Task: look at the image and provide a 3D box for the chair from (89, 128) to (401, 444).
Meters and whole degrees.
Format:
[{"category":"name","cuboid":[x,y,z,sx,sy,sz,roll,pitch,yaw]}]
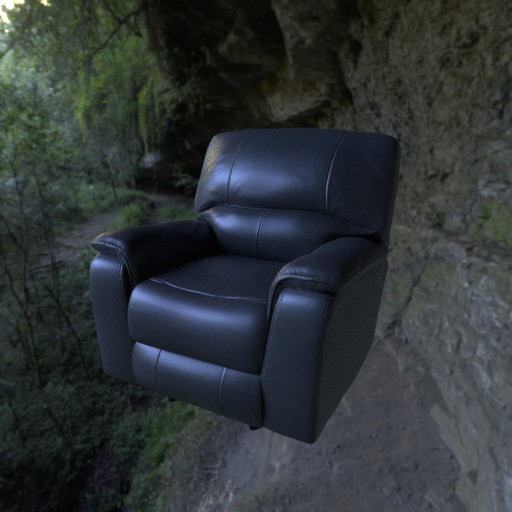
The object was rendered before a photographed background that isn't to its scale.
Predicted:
[{"category":"chair","cuboid":[0.000,0.000,1.976,1.096,1.109,1.087,8,17,27]}]
